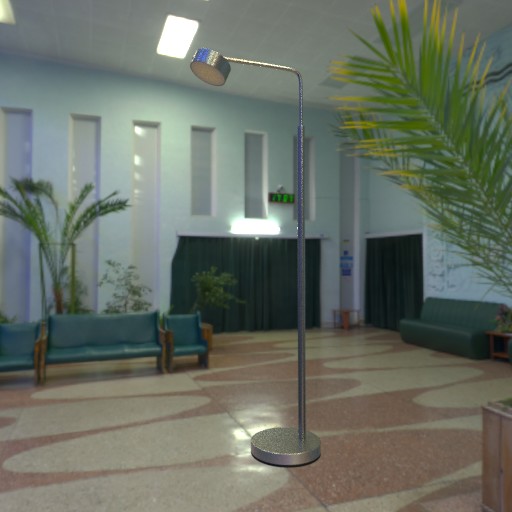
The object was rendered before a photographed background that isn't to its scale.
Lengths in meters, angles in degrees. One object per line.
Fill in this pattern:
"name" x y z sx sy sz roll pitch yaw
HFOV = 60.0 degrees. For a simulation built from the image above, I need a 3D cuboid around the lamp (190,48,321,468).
"lamp" 0.000 0.000 1.400 0.421 1.250 0.222 1 -2 -18
